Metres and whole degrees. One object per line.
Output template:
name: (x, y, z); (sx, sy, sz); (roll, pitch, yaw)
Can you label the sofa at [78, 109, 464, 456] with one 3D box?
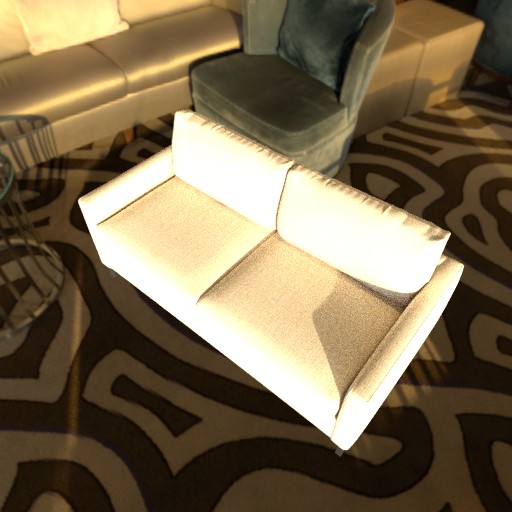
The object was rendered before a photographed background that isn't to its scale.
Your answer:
sofa: (0.000, 0.000, 2.136); (1.651, 0.812, 0.839); (32, 55, 26)
